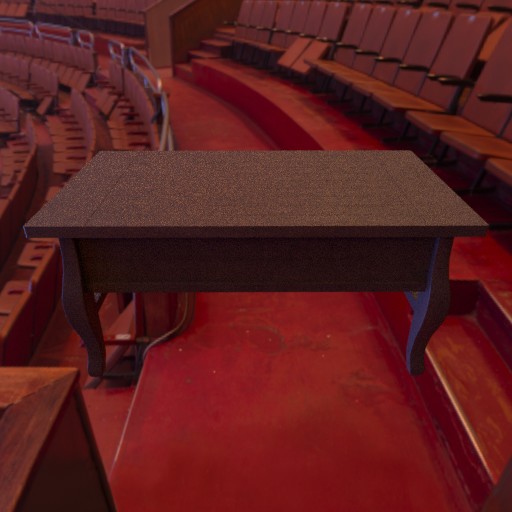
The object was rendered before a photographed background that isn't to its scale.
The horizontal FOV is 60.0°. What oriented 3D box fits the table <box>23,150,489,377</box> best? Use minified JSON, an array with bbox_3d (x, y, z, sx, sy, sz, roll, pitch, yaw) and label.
[{"bbox_3d":[0.000,0.000,1.385,1.062,0.494,0.600,0,30,0],"label":"table"}]
